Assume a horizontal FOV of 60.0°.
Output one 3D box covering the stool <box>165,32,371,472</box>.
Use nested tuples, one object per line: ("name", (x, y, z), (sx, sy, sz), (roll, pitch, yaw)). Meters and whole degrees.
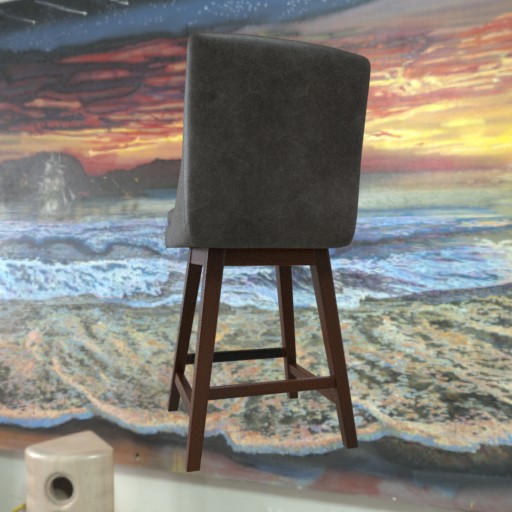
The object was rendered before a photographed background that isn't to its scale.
("stool", (0.000, 0.000, 1.332), (0.492, 1.046, 0.587), (0, 0, -17))
